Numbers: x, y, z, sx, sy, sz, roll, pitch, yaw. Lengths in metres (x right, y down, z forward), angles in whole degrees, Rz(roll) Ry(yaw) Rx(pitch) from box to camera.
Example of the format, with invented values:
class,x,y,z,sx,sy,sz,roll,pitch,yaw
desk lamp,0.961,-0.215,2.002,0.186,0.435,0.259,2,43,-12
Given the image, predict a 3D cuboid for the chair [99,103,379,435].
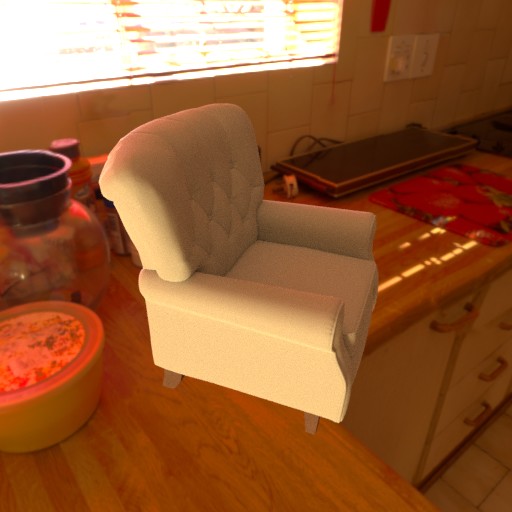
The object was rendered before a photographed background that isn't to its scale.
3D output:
class,x,y,z,sx,sy,sz,roll,pitch,yaw
chair,0.000,0.000,2.115,1.128,1.217,1.090,11,32,18
